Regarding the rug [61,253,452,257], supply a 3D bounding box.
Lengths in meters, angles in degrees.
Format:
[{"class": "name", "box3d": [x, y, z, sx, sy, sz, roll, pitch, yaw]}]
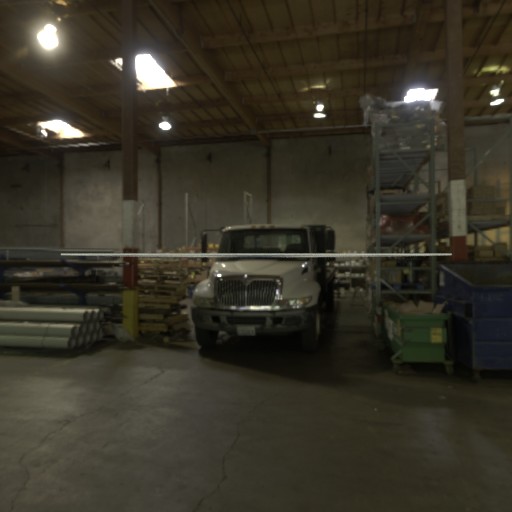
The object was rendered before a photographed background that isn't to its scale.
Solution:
[{"class": "rug", "box3d": [0.000, 0.000, 2.314, 1.234, 0.006, 1.854, 0, 0, 0]}]
